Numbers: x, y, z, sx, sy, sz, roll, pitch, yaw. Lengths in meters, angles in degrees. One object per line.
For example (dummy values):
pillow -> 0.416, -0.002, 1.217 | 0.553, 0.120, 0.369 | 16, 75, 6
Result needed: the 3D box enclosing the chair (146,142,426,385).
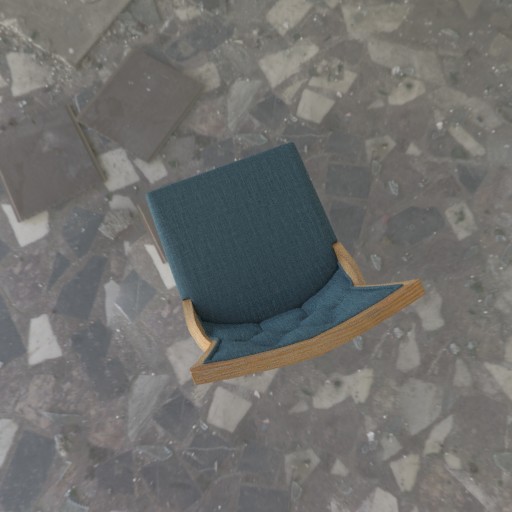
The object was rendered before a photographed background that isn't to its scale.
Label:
chair -> 0.000, 0.000, 1.324 | 0.524, 0.947, 0.641 | -21, 77, -5
